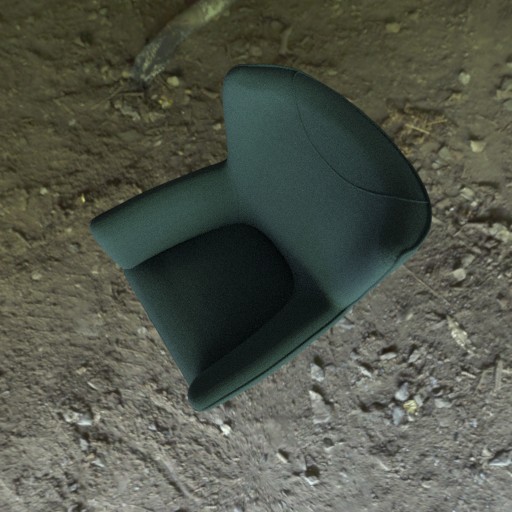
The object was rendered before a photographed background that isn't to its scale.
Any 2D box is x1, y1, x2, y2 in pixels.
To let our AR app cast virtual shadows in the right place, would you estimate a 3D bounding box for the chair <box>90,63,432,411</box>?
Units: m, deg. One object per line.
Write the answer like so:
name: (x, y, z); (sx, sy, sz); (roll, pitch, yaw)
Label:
chair: (0.000, 0.000, 1.579); (0.888, 0.933, 0.781); (-31, 68, -14)
